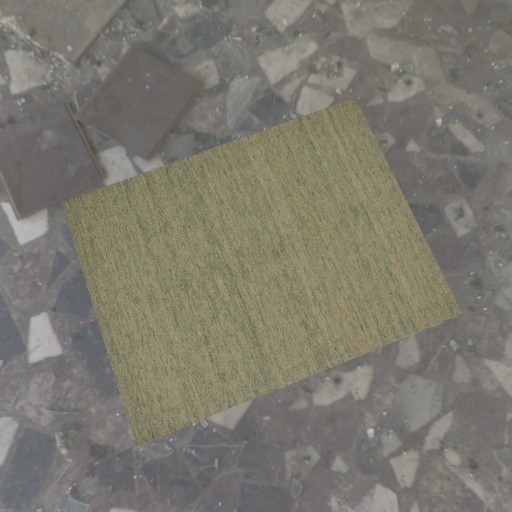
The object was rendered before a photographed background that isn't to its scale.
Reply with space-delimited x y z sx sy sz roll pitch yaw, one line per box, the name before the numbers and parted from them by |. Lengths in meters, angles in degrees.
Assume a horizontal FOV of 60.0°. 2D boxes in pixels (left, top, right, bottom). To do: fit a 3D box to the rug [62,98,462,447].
rug | 0.000 0.000 4.276 3.201 0.014 2.437 -21 77 -5
